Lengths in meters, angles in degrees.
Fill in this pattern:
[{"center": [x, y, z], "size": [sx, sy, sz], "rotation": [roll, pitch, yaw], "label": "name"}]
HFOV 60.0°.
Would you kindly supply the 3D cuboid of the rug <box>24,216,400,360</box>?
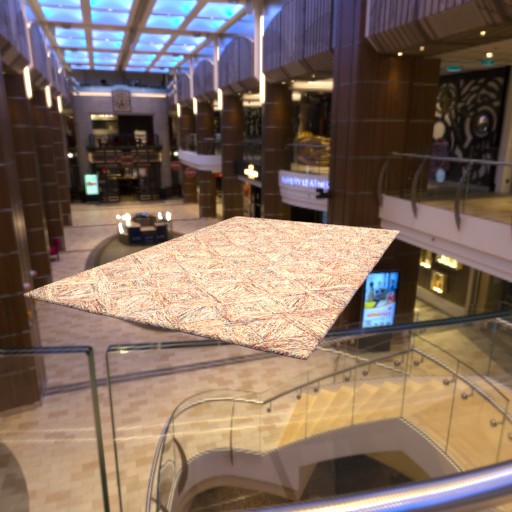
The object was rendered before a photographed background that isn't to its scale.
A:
[{"center": [0.000, 0.000, 2.204], "size": [1.143, 0.014, 1.761], "rotation": [7, 17, 24], "label": "rug"}]
